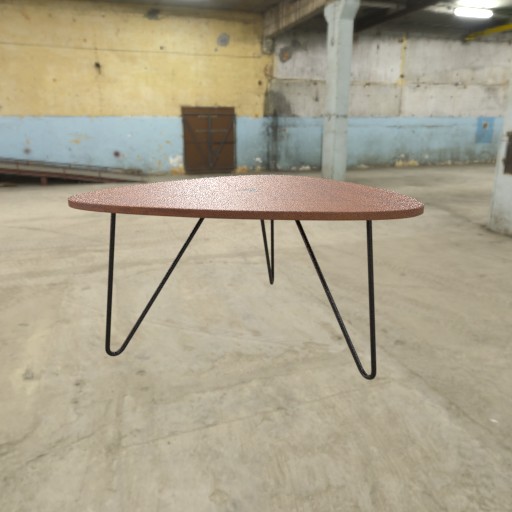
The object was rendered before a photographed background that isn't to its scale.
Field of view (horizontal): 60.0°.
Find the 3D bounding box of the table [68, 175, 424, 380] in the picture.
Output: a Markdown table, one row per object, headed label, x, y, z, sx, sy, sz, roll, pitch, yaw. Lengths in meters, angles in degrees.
| label | x | y | z | sx | sy | sz | roll | pitch | yaw |
| --- | --- | --- | --- | --- | --- | --- | --- | --- | --- |
| table | 0.000 | 0.000 | 1.325 | 0.833 | 0.413 | 0.821 | 3 | 16 | 10 |
